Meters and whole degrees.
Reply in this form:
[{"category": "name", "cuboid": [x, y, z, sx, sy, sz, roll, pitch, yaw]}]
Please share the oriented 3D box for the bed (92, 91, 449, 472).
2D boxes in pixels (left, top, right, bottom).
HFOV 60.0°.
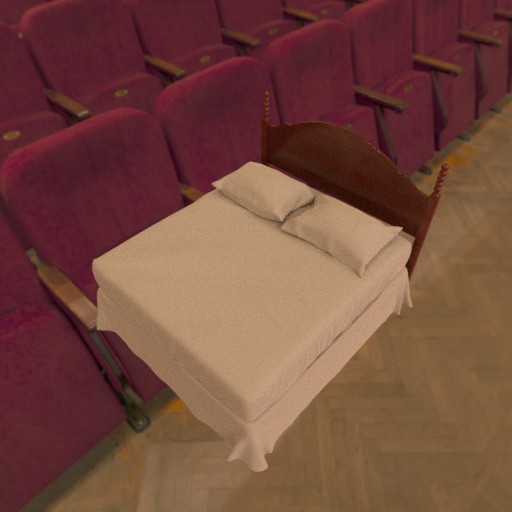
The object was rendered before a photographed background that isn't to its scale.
[{"category": "bed", "cuboid": [0.000, 0.000, 3.264, 1.873, 1.356, 2.040, 33, 54, 29]}]
